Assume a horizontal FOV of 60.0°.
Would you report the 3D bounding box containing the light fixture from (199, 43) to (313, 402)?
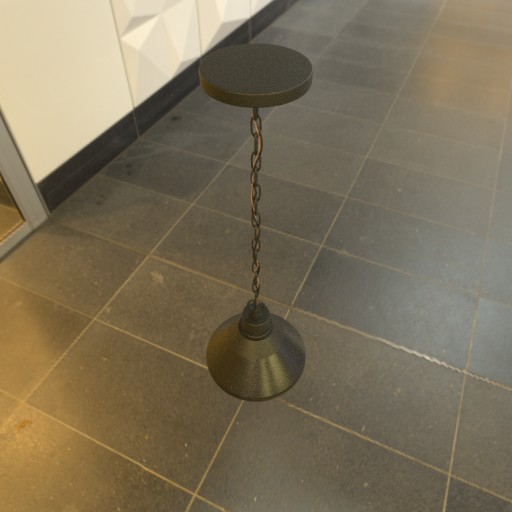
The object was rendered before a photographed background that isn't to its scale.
[{"bbox_3d":[0.000,0.000,0.682,0.201,0.588,0.201,4,47,4],"label":"light fixture"}]
